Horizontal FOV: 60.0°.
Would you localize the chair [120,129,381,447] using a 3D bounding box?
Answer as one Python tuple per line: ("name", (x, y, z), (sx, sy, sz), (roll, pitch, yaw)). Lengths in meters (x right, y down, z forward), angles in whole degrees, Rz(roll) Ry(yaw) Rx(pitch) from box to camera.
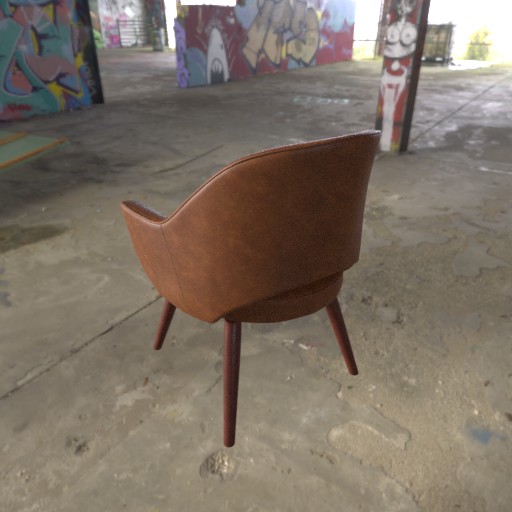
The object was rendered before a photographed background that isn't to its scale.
("chair", (0.000, 0.000, 1.208), (0.591, 0.777, 0.640), (-18, 34, -30))
